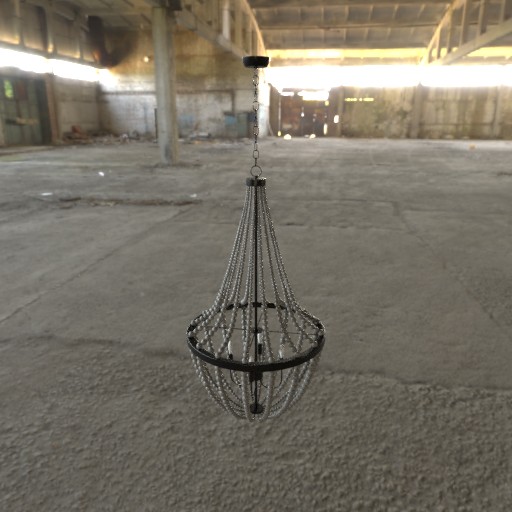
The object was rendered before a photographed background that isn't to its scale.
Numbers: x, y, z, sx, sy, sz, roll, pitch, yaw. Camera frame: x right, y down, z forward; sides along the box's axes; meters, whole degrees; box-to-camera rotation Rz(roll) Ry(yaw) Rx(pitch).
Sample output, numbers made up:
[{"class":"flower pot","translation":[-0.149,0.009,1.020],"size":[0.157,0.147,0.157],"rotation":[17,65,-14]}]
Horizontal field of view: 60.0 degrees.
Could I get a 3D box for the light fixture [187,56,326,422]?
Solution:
[{"class":"light fixture","translation":[0.000,0.000,1.378],"size":[0.450,1.133,0.450],"rotation":[0,17,0]}]
